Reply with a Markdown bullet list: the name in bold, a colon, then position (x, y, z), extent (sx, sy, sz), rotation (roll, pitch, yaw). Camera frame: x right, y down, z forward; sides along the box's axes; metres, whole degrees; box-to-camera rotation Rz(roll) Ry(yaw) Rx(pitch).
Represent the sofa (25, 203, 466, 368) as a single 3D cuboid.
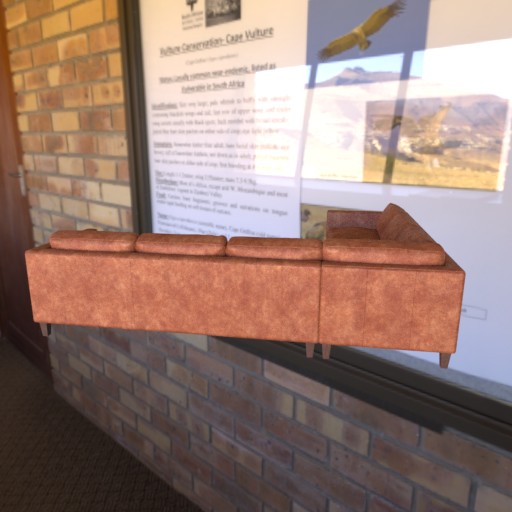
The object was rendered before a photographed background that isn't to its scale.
- **sofa**: position (0.000, 0.000, 4.312), extent (3.150, 0.838, 2.438), rotation (3, 15, 10)
